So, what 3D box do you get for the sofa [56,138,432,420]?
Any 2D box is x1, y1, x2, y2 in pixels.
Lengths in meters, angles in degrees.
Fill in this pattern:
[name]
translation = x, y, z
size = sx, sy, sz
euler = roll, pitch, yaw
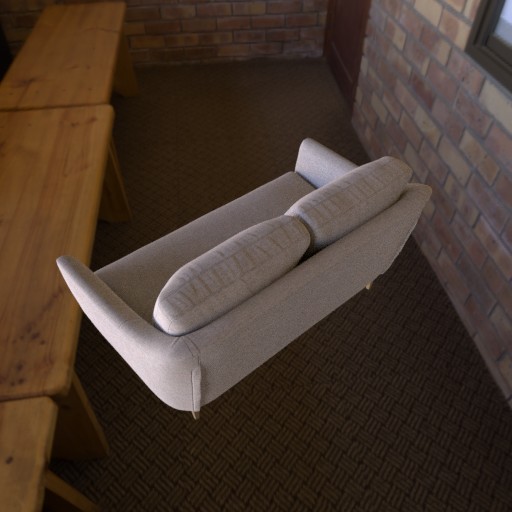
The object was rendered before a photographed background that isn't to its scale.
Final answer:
[sofa]
translation = 0.000, 0.000, 2.232
size = 1.619, 0.904, 0.960
euler = -31, 54, -26
